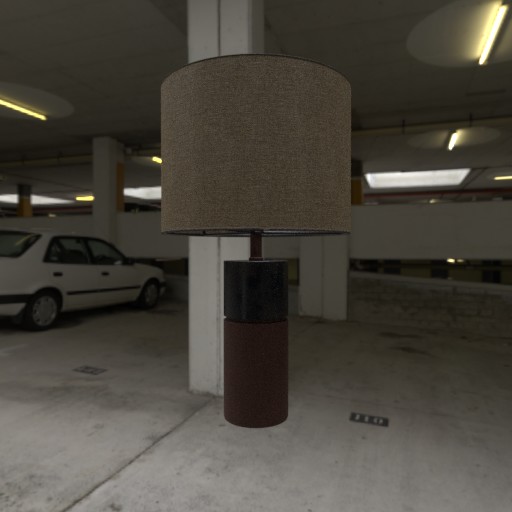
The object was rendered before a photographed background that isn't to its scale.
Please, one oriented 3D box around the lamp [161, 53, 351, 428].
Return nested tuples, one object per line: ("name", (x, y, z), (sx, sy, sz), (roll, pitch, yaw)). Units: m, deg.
("lamp", (0.000, 0.000, 0.483), (0.202, 0.350, 0.202), (0, 1, 0))
